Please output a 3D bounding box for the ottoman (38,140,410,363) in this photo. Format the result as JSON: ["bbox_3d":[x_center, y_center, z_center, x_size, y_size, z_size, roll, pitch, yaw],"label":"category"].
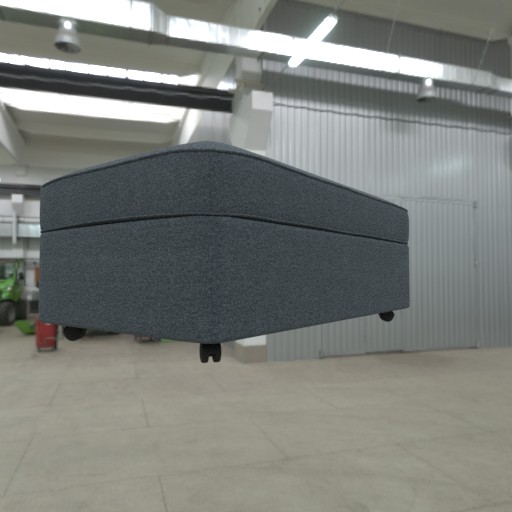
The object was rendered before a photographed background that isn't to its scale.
[{"bbox_3d":[0.000,0.000,1.503,0.681,0.494,1.173,-2,-3,37],"label":"ottoman"}]
